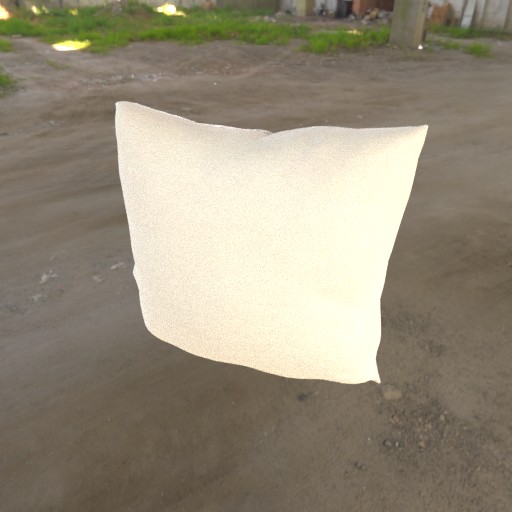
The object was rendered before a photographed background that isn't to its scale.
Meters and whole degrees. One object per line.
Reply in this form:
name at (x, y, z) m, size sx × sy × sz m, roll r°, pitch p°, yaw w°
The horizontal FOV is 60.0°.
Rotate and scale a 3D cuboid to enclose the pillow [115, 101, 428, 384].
pillow at (0.000, 0.000, 0.709) m, size 0.450 × 0.448 × 0.245 m, roll 10°, pitch 33°, yaw 15°
